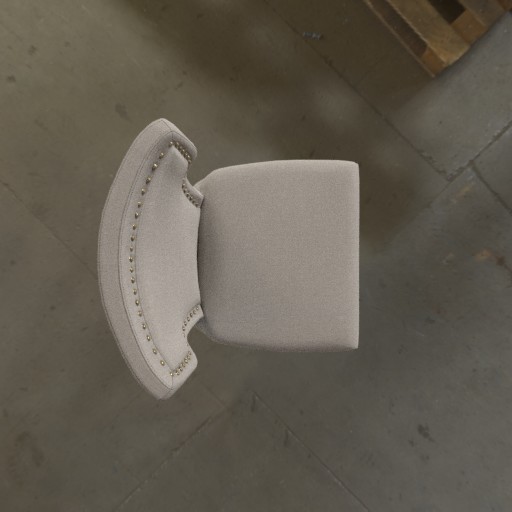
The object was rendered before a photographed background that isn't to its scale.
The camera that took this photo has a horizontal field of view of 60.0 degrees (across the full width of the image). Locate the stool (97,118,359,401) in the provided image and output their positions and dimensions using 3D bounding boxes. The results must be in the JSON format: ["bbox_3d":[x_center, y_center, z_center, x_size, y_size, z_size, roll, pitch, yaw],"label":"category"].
[{"bbox_3d":[0.000,0.000,1.288,0.563,0.982,0.527,0,91,2],"label":"stool"}]
